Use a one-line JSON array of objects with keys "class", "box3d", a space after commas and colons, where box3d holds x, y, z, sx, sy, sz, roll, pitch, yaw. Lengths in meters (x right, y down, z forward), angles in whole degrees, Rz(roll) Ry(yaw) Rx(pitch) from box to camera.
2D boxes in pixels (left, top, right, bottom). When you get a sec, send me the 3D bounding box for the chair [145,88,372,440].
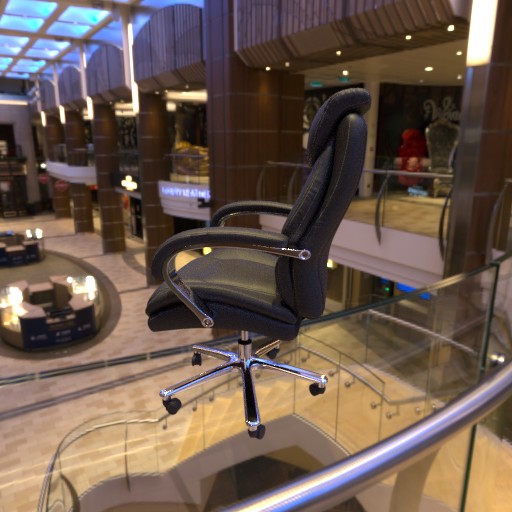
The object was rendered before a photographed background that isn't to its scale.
[{"class": "chair", "box3d": [0.000, 0.000, 1.730, 0.790, 1.183, 0.755, 3, 15, 10]}]
